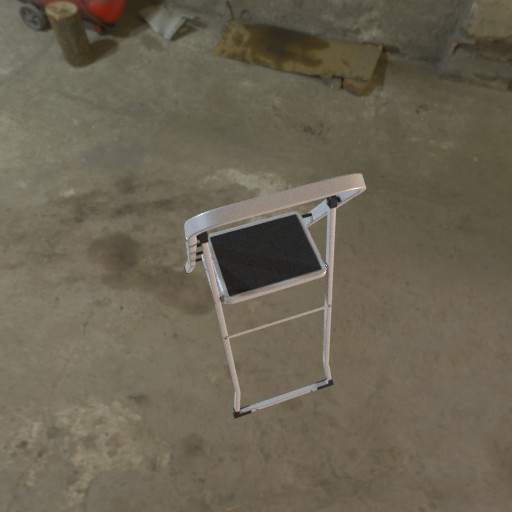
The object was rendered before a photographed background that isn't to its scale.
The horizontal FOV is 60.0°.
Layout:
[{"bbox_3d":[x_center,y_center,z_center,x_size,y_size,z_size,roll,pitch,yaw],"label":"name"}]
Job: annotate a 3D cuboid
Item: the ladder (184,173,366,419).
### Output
[{"bbox_3d":[0.000,0.000,1.438,0.460,1.050,0.711,-16,60,-10],"label":"ladder"}]
